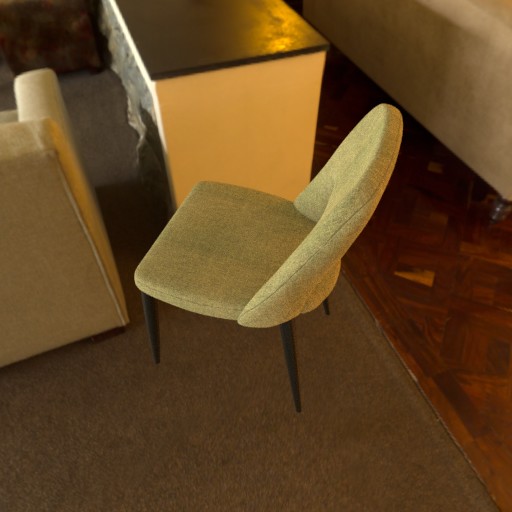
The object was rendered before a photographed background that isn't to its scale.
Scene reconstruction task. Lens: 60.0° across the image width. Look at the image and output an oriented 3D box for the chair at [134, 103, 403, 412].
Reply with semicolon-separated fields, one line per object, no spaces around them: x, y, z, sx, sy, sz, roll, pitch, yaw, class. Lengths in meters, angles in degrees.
0.000;0.000;1.291;0.612;0.931;0.470;15;50;13;chair
